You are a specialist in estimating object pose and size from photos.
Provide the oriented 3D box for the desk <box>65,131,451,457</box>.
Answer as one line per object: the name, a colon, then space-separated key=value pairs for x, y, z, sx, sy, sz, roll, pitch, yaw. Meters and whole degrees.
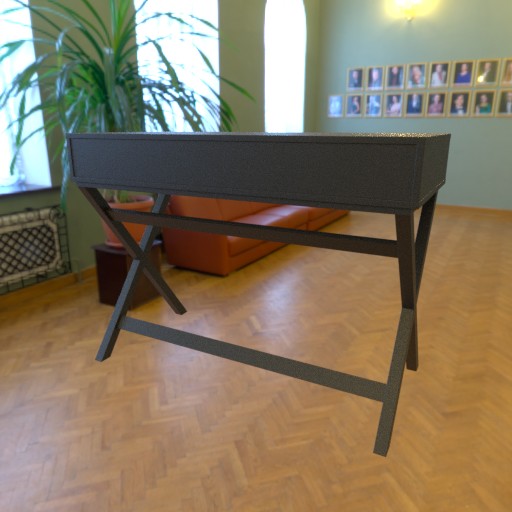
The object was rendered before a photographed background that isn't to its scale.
desk: x=0.000 y=0.000 z=1.462 sx=1.057 sy=0.780 sz=0.525 roll=9 pitch=18 yaw=27
